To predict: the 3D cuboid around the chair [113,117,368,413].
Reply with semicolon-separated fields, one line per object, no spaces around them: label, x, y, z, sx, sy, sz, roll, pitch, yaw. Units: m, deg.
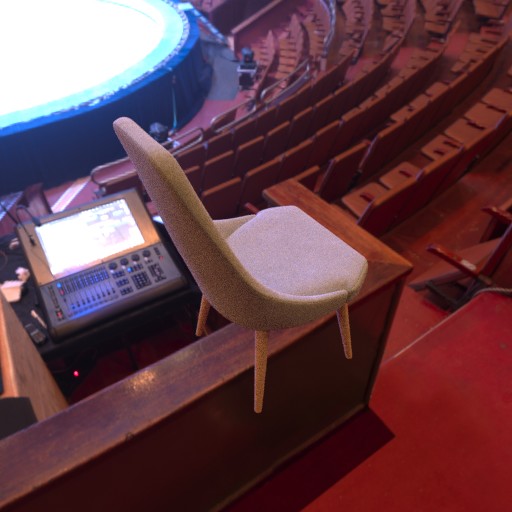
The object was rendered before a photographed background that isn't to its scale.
chair;0.000;0.000;1.421;0.660;1.040;0.510;-26;48;-26
